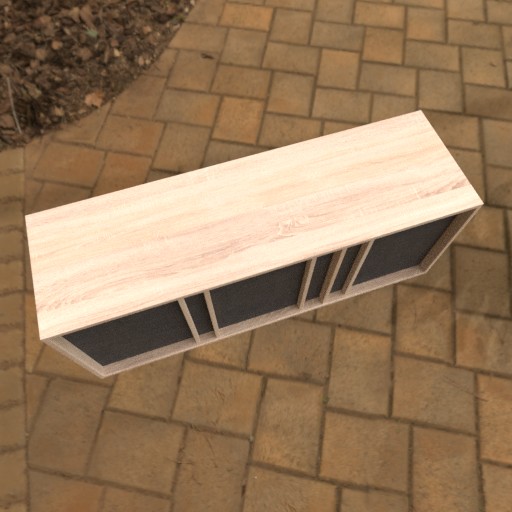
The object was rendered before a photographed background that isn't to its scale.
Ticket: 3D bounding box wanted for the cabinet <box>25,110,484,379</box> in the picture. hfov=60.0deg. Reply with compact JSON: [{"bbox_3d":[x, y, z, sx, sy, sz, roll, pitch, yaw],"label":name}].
[{"bbox_3d":[0.000,0.000,2.012,1.650,0.780,0.500,-17,65,-8],"label":"cabinet"}]
